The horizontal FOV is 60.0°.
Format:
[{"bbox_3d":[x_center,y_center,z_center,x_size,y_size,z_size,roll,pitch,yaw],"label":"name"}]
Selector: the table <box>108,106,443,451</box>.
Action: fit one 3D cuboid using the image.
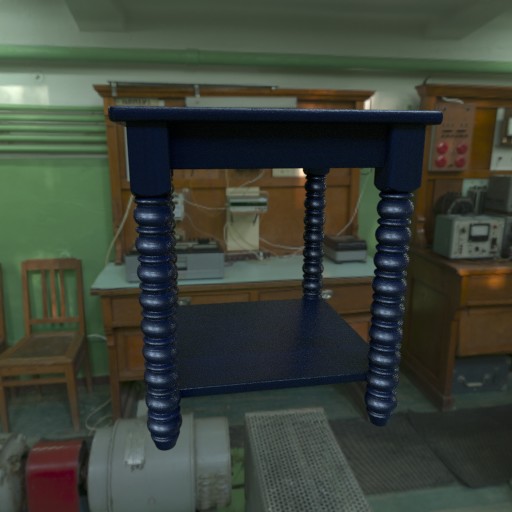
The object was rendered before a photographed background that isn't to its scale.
[{"bbox_3d":[0.000,0.000,0.960,0.500,0.567,0.533,-2,14,-10],"label":"table"}]
